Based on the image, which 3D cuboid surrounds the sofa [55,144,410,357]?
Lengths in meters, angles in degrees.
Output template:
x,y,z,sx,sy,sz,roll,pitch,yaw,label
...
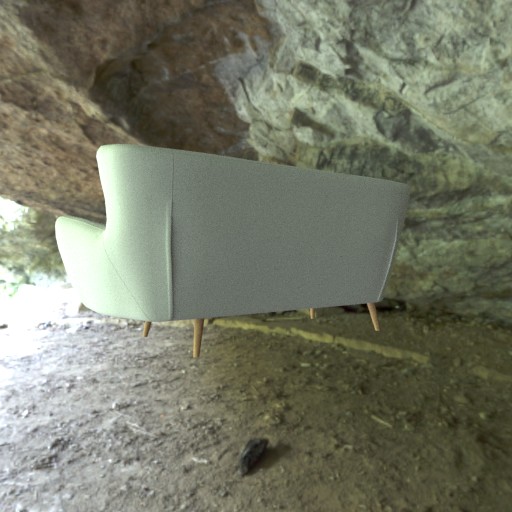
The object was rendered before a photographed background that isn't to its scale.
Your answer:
x,y,z,sx,sy,sz,roll,pitch,yaw,label
0.000,0.000,2.452,1.930,0.890,0.899,0,0,-35,sofa
